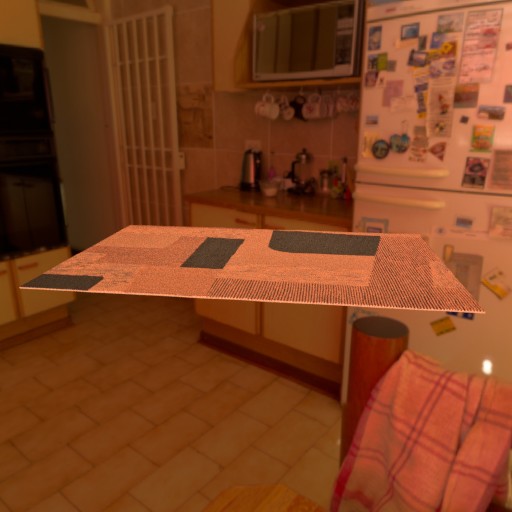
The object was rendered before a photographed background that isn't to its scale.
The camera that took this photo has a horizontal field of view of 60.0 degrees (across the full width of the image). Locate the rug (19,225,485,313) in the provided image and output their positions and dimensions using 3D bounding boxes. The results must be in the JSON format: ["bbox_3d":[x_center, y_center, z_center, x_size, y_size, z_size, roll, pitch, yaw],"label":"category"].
[{"bbox_3d":[0.000,0.000,3.005,2.436,0.015,1.521,2,17,8],"label":"rug"}]
